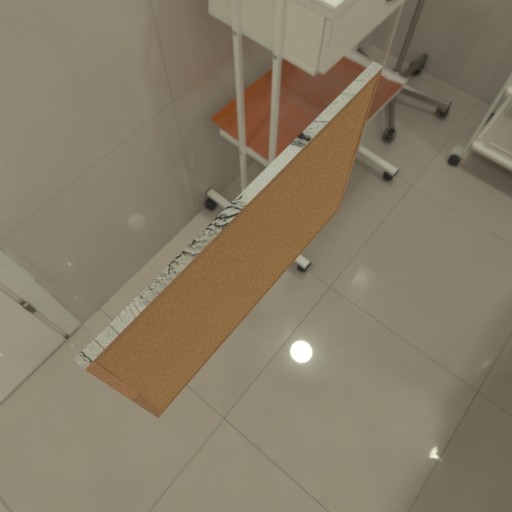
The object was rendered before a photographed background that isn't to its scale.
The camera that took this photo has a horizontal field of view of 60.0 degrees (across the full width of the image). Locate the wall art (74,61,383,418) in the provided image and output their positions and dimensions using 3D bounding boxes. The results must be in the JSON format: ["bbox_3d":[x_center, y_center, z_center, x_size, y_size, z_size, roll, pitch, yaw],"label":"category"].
[{"bbox_3d":[0.000,0.000,1.442,0.035,0.758,1.141,36,68,17],"label":"wall art"}]
